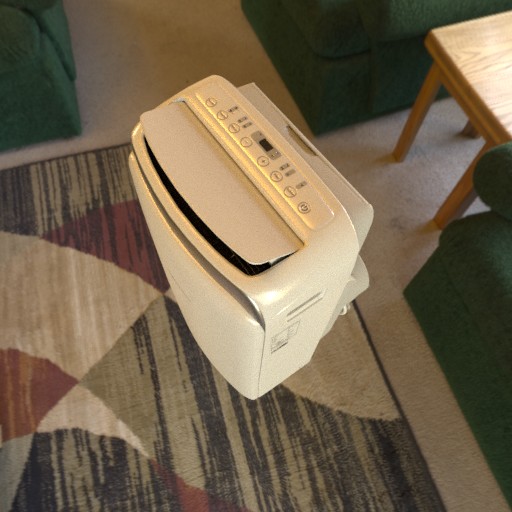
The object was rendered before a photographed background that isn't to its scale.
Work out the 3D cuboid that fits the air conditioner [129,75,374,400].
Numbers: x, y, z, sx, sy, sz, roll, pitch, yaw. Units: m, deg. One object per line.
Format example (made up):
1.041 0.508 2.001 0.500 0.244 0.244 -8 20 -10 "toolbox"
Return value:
0.000 0.000 1.050 0.414 0.786 0.449 -32 68 -15 "air conditioner"
